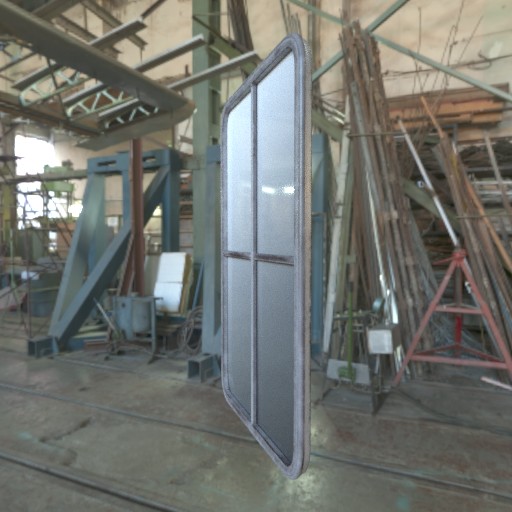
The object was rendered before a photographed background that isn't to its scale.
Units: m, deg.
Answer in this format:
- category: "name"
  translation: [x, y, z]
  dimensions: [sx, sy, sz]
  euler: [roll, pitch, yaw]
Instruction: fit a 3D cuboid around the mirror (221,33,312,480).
- category: "mirror"
  translation: [0.000, 0.000, 0.881]
  dimensions: [0.024, 0.713, 0.461]
  euler: [-1, 2, -19]
